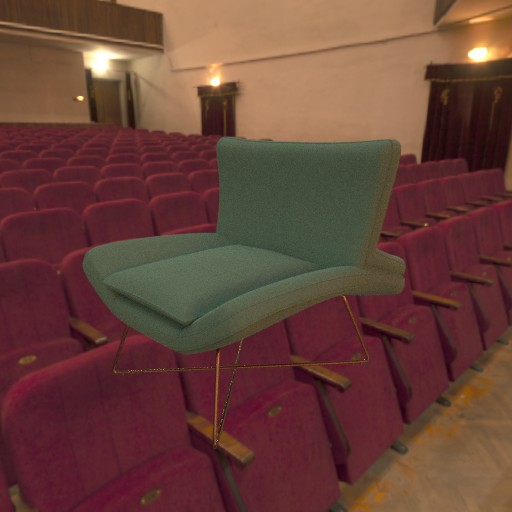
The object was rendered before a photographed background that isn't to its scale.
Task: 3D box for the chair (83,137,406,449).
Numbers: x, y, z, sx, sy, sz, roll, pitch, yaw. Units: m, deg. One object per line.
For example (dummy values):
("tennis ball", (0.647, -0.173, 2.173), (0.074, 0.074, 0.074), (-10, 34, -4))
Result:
("chair", (0.000, 0.000, 1.667), (0.859, 0.855, 1.008), (15, 22, 43))
